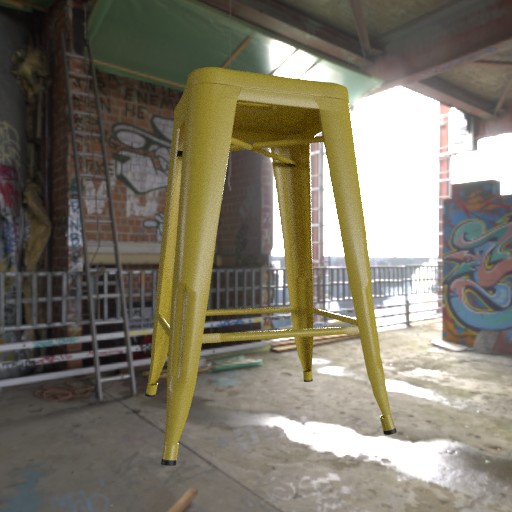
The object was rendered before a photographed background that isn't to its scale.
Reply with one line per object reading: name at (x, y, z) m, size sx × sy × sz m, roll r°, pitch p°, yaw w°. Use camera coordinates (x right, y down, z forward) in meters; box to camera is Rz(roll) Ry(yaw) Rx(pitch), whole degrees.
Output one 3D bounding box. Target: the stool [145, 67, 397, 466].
stool at (0.000, 0.000, 0.862) m, size 0.399 × 0.609 × 0.359 m, roll 0°, pitch 0°, yaw -18°
